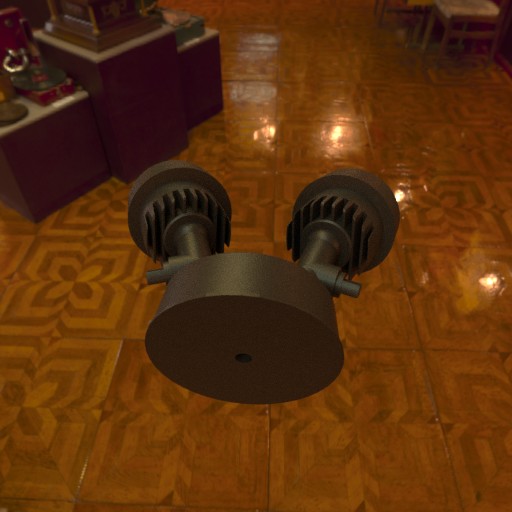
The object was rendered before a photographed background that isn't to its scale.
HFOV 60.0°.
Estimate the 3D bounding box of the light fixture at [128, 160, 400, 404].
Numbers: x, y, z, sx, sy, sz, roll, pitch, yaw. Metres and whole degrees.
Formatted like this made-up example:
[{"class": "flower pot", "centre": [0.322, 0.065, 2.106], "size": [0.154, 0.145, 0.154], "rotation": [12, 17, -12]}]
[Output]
[{"class": "light fixture", "centre": [0.000, 0.000, 0.305], "size": [0.213, 0.120, 0.168], "rotation": [3, 46, 3]}]
